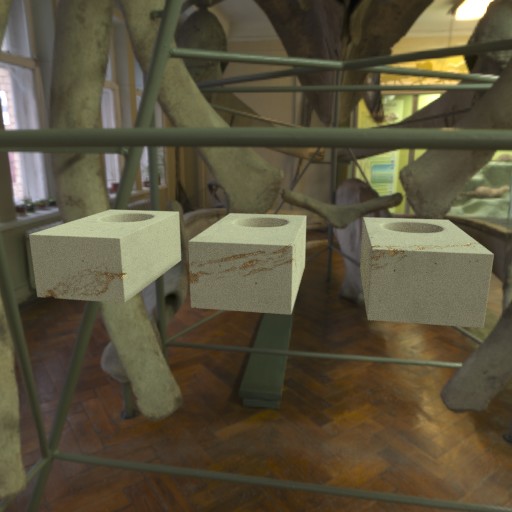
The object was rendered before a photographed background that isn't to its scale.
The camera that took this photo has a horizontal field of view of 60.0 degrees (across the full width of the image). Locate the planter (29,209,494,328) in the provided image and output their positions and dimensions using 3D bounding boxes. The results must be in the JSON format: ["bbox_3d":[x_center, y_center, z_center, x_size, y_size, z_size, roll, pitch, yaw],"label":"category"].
[{"bbox_3d":[0.000,0.000,0.379,0.333,0.051,0.127,3,15,10],"label":"planter"}]
